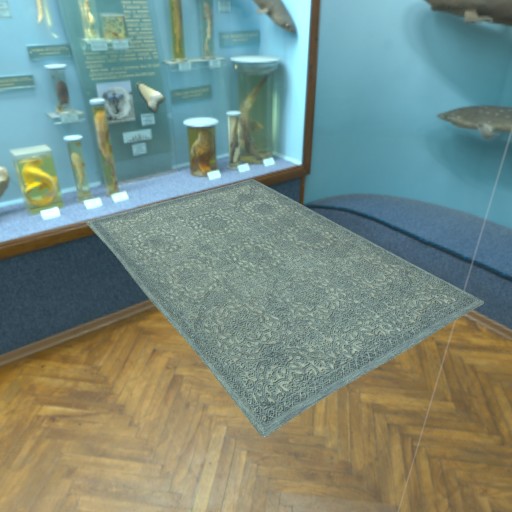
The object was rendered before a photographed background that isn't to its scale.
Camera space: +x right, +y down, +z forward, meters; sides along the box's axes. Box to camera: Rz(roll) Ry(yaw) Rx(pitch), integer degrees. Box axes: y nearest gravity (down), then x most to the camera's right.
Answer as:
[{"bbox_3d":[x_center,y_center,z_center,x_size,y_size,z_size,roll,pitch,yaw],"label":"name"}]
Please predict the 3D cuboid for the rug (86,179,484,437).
[{"bbox_3d":[0.000,0.000,2.323,1.224,0.016,1.830,-20,36,-29],"label":"rug"}]
